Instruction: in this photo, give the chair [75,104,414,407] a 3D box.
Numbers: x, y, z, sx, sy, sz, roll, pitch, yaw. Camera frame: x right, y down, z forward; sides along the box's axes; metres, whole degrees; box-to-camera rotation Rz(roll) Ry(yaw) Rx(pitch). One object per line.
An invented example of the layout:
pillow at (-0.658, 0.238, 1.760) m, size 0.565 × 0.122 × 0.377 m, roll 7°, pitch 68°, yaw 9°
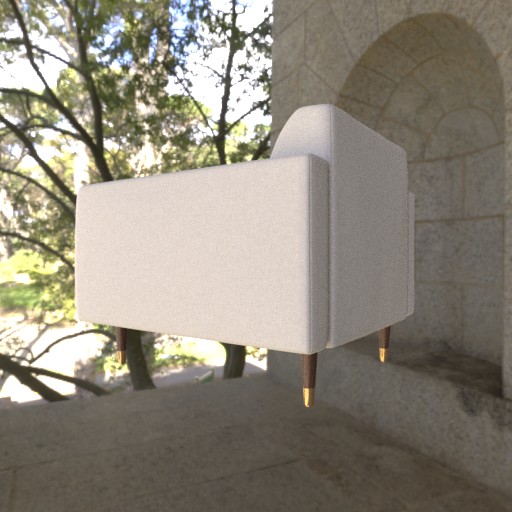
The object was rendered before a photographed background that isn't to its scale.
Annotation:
chair at (0.000, 0.000, 1.694) m, size 0.998 × 0.819 × 0.953 m, roll 0°, pitch 1°, yaw 35°
